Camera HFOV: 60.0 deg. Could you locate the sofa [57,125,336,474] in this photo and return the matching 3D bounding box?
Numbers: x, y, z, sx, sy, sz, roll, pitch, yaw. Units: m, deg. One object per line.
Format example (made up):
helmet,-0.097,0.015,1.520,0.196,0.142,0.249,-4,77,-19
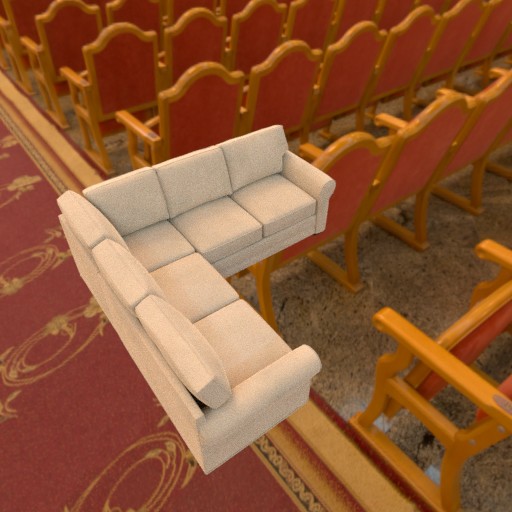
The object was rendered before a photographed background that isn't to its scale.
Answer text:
sofa,0.000,0.000,3.947,2.569,1.054,2.487,-27,49,-26
